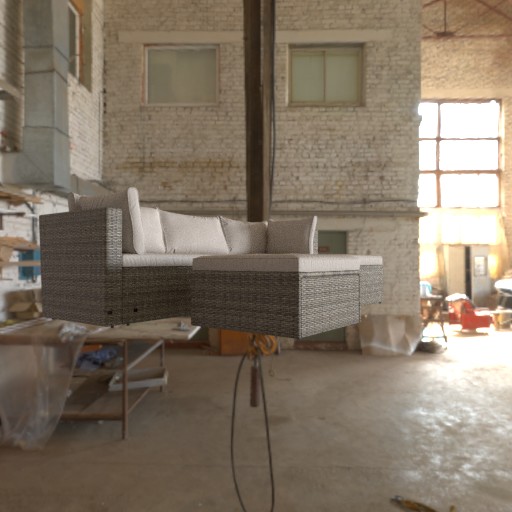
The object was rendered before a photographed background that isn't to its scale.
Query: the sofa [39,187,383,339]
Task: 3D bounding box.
[{"bbox_3d":[0.000,0.000,3.058,1.662,0.766,2.192,0,-1,37],"label":"sofa"}]
